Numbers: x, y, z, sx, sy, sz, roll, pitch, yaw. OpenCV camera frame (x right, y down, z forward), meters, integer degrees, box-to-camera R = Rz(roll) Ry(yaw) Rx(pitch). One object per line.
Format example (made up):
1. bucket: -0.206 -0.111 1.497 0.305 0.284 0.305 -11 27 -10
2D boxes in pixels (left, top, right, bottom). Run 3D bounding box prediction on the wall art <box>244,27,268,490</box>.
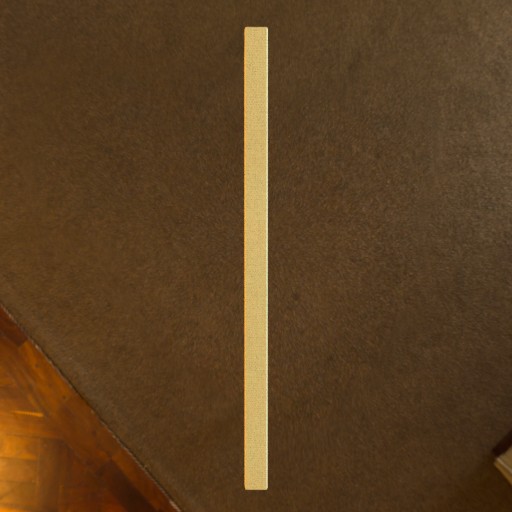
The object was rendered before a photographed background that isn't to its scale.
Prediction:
1. wall art: 0.000 0.000 0.881 0.034 0.605 0.605 0 91 0
